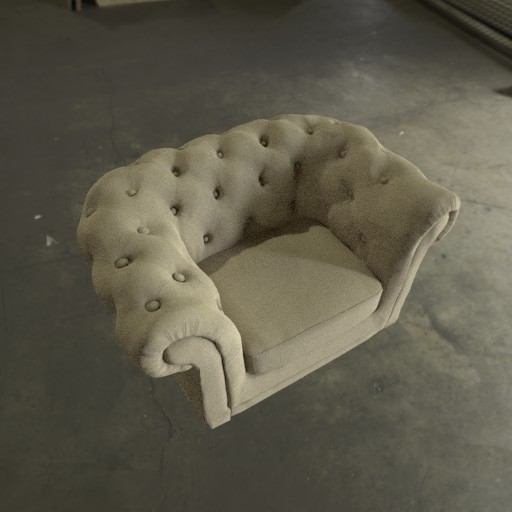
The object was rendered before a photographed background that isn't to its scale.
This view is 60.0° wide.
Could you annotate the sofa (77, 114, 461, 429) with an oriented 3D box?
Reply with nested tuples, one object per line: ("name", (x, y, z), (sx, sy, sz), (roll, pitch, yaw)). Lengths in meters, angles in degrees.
("sofa", (0.000, 0.000, 2.036), (1.405, 0.878, 1.034), (-23, 50, -21))
